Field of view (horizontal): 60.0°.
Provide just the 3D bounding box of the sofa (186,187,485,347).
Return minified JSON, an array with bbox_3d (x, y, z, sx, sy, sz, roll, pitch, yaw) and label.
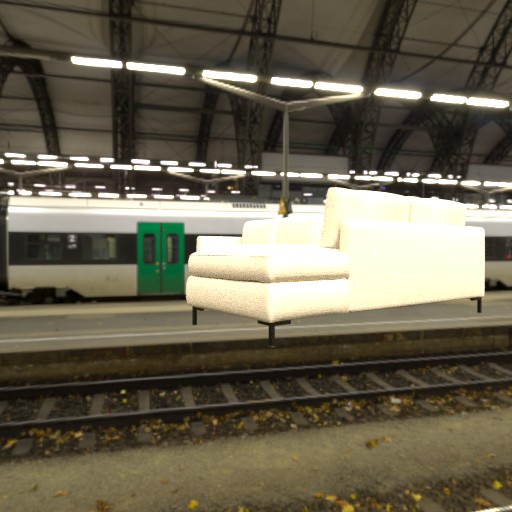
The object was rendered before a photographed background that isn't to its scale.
[{"bbox_3d":[0.000,0.000,3.777,2.007,0.815,2.949,0,1,-36],"label":"sofa"}]
